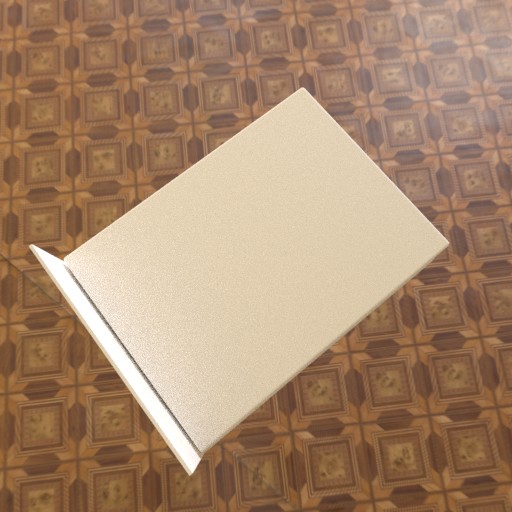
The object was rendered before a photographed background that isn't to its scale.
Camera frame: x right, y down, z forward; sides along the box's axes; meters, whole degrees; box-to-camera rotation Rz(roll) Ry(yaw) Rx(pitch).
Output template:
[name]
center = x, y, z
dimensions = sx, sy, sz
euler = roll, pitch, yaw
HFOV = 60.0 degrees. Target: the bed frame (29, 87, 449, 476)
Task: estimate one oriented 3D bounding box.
[bed frame]
center = 0.000, 0.000, 2.698
dimensions = 1.900, 0.800, 1.400
euler = -38, 79, -9
